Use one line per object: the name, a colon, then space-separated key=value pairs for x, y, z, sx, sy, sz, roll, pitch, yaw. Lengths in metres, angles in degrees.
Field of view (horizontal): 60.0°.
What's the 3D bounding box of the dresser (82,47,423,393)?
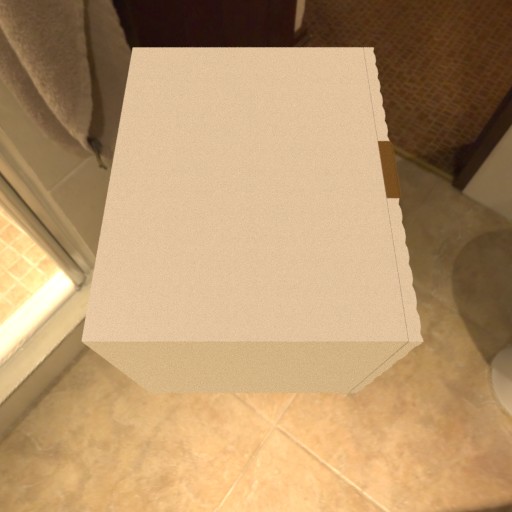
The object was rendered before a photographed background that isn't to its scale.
dresser: x=0.000 y=0.000 z=0.889 sx=0.414 sy=0.568 sz=0.503 roll=0 pitch=64 yaw=0
